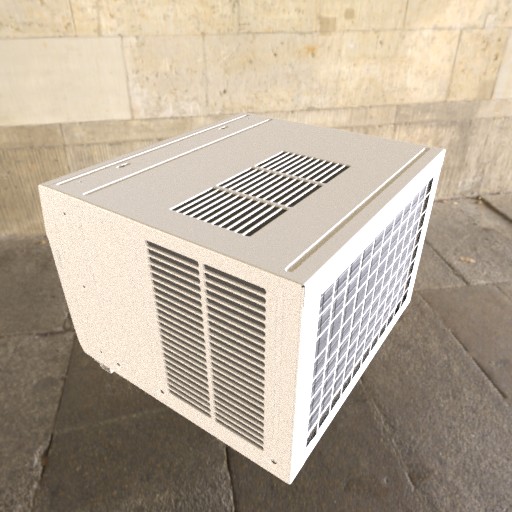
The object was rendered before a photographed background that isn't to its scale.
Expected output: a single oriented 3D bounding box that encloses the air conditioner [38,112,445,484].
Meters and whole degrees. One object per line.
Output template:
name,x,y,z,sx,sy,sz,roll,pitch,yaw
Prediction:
air conditioner,0.000,0.000,1.041,0.599,0.455,0.645,20,37,29
